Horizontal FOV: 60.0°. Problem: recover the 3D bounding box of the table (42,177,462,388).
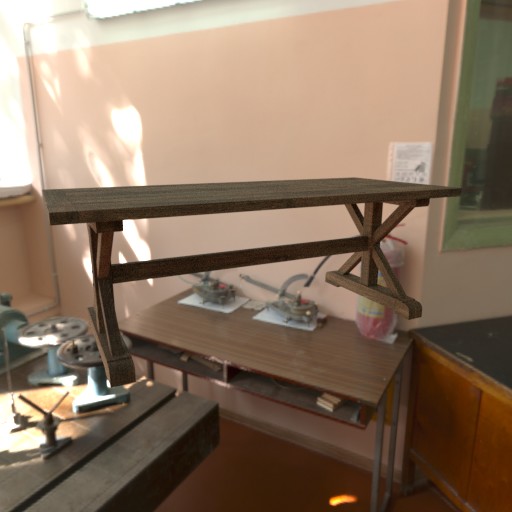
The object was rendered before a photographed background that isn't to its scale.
[{"bbox_3d":[0.000,0.000,2.434,2.031,0.733,0.907,-7,16,-26],"label":"table"}]
